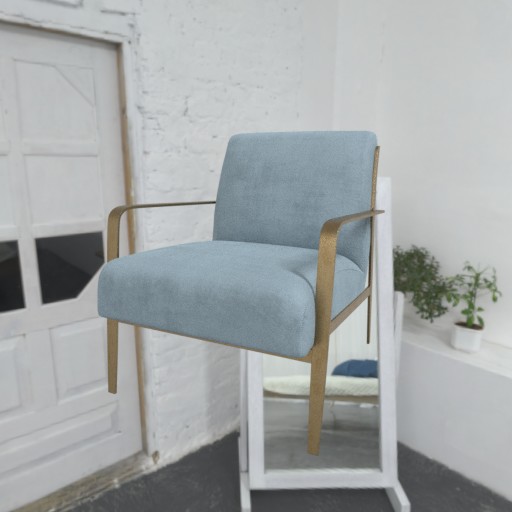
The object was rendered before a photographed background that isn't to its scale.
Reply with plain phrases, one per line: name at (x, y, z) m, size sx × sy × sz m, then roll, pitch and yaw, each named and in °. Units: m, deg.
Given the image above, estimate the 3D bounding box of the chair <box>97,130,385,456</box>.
chair at (0.000, 0.000, 1.472) m, size 0.701 × 0.824 × 0.842 m, roll 6°, pitch 15°, yaw 25°
